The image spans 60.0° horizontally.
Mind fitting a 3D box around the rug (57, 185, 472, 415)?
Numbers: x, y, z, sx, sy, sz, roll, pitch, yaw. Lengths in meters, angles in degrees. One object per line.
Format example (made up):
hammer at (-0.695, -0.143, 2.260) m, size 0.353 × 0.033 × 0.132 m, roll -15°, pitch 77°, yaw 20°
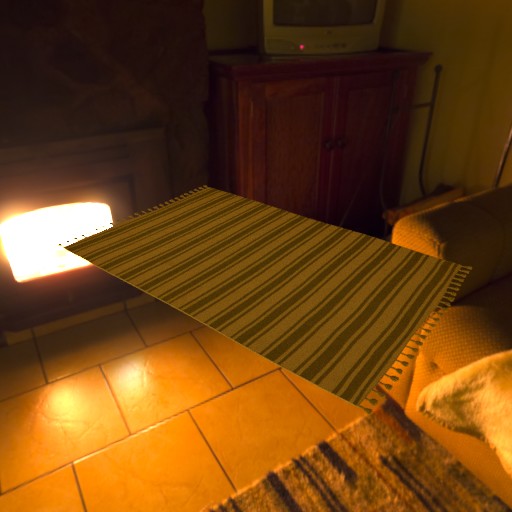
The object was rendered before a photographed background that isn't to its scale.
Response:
rug at (0.000, 0.000, 2.310) m, size 1.875 × 0.013 × 1.162 m, roll 21°, pitch 36°, yaw 33°
